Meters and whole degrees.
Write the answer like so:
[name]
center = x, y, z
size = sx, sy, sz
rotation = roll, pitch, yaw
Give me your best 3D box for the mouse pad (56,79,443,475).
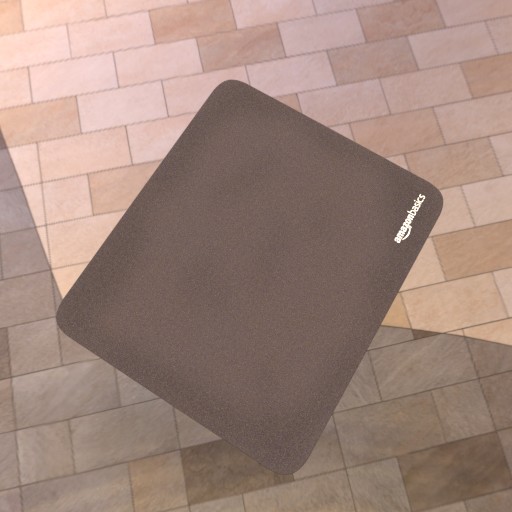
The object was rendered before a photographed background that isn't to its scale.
[mouse pad]
center = 0.000, 0.000, 0.432
size = 0.269, 0.002, 0.315
rotation = 31, 78, 7
